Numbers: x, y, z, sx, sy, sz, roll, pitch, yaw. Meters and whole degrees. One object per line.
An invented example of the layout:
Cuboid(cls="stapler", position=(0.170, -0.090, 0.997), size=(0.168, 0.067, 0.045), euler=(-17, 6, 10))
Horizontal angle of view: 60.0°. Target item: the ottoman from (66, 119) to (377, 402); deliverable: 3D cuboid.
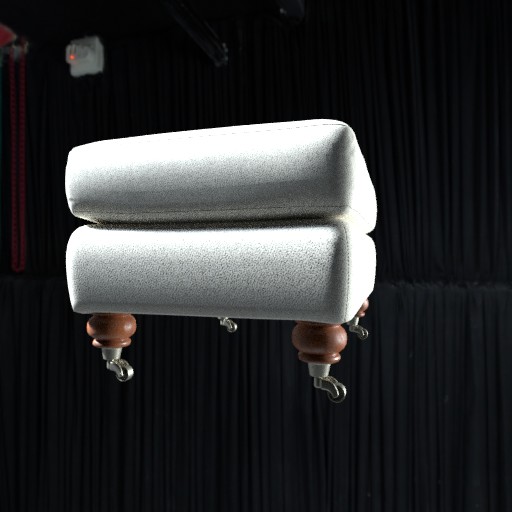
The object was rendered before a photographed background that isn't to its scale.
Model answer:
Cuboid(cls="ottoman", position=(0.000, 0.000, 1.129), size=(0.569, 0.499, 0.773), euler=(0, 0, 18))
